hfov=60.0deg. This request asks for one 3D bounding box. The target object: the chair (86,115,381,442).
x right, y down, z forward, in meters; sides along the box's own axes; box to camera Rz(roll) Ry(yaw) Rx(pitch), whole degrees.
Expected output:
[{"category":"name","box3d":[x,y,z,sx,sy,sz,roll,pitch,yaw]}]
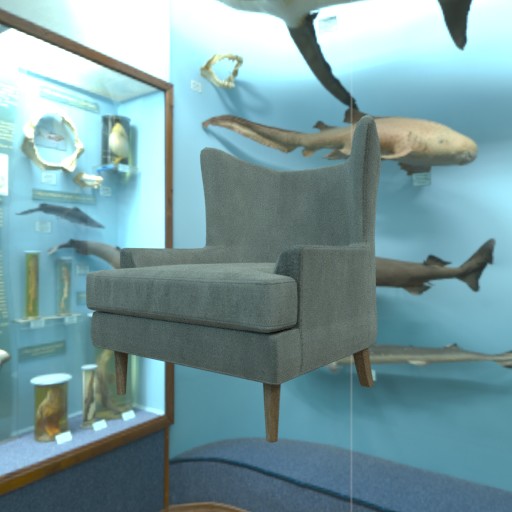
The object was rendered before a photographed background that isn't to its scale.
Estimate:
[{"category":"chair","box3d":[0.000,0.000,1.612,0.784,0.950,0.906,0,0,37]}]
